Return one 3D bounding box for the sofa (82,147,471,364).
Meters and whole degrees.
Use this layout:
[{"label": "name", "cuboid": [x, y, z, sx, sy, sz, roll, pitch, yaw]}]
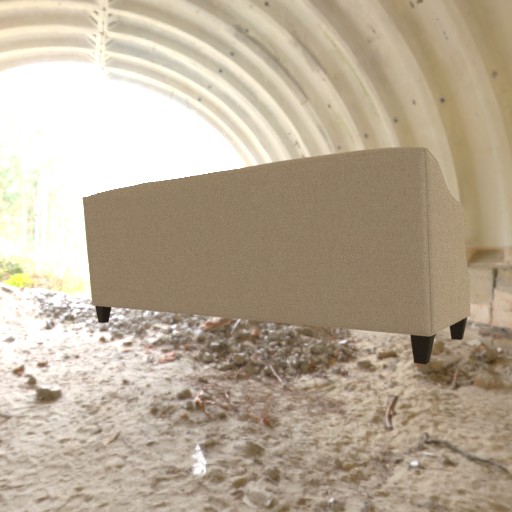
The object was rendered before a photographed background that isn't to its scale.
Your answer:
[{"label": "sofa", "cuboid": [0.000, 0.000, 2.691, 2.235, 0.901, 0.914, -1, -1, 35]}]
